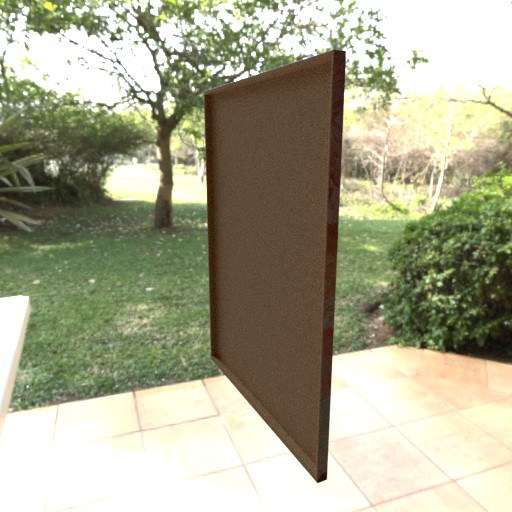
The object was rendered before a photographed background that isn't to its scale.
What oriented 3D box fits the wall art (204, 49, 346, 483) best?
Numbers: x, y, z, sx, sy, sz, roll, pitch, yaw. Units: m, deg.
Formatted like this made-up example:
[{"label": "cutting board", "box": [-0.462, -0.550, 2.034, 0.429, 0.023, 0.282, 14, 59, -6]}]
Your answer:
[{"label": "wall art", "box": [0.000, 0.000, 1.337, 0.031, 1.015, 0.762, -7, 15, -26]}]
